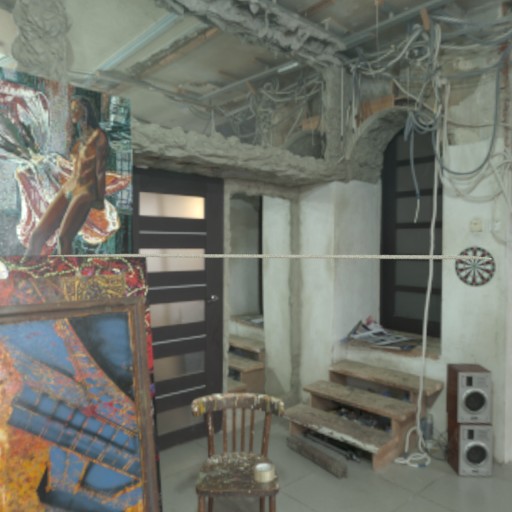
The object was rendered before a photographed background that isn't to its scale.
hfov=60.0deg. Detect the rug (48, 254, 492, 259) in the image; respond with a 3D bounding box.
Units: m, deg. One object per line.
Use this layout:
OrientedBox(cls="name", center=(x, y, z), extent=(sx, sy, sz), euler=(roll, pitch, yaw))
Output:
OrientedBox(cls="rug", center=(0.000, 0.000, 2.686), extent=(2.431, 0.006, 0.806), euler=(0, 1, 19))
